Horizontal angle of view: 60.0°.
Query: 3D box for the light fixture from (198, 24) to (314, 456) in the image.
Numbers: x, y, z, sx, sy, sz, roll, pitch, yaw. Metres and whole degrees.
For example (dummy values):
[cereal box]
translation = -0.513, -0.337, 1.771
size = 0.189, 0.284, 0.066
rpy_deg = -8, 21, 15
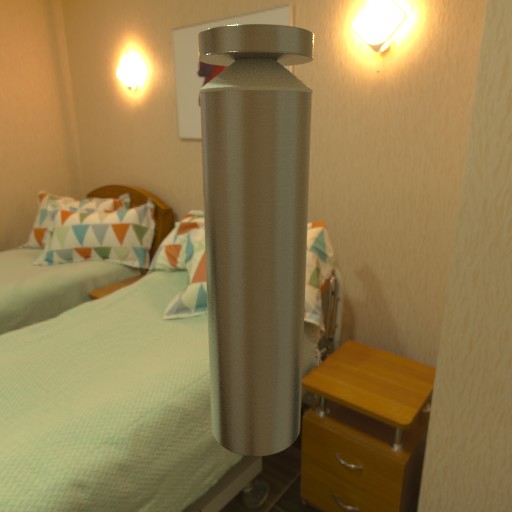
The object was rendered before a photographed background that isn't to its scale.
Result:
[light fixture]
translation = 0.000, 0.000, 0.444
size = 0.102, 0.400, 0.102
rpy_deg = 3, 17, 8
